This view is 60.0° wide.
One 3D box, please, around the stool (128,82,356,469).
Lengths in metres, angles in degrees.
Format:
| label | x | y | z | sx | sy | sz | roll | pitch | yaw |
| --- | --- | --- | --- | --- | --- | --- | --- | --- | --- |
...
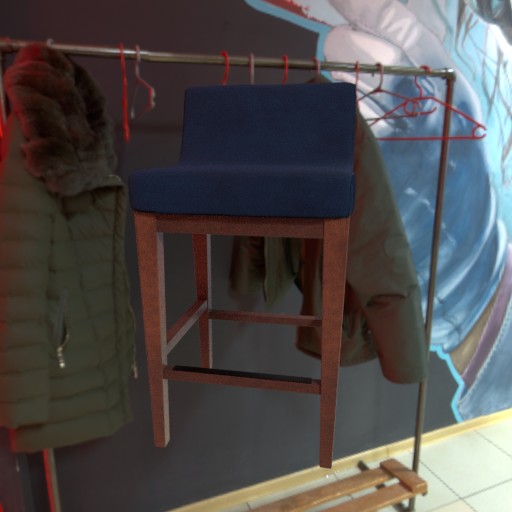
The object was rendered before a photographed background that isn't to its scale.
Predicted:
| label | x | y | z | sx | sy | sz | roll | pitch | yaw |
| --- | --- | --- | --- | --- | --- | --- | --- | --- | --- |
| stool | 0.000 | 0.000 | 1.231 | 0.511 | 0.945 | 0.516 | 3 | 14 | 10 |
